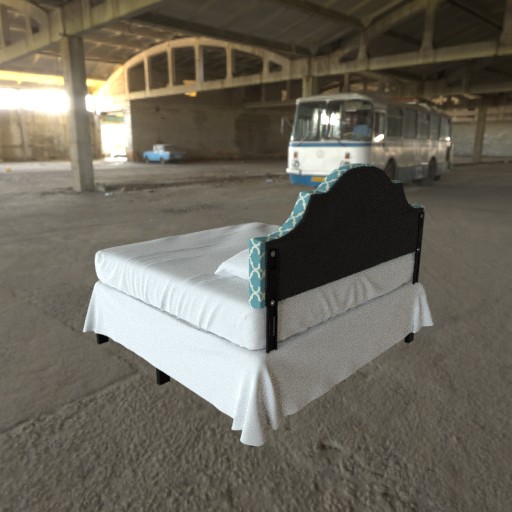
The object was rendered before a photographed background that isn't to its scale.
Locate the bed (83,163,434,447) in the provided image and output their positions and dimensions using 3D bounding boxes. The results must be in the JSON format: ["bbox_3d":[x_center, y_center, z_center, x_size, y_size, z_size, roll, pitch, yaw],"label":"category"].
[{"bbox_3d":[0.000,0.000,3.760,2.314,1.601,2.222,-14,20,-43],"label":"bed"}]
